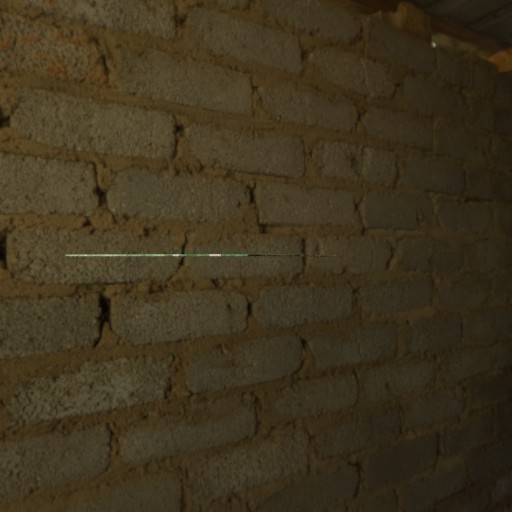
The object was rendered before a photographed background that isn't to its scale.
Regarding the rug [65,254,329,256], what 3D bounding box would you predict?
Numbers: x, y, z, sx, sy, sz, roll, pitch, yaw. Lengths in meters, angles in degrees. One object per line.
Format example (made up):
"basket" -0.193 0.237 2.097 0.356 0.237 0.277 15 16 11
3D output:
"rug" 0.000 0.000 2.765 0.761 0.006 2.438 0 0 18
